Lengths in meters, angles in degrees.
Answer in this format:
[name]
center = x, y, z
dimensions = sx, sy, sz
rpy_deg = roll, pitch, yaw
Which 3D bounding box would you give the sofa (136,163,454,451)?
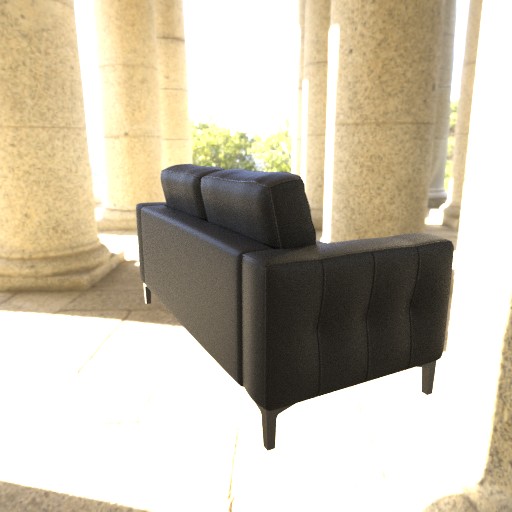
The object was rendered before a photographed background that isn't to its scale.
[sofa]
center = 0.000, 0.000, 2.243
dimensions = 0.833, 0.892, 1.726
rpy_deg = -7, 15, -27
